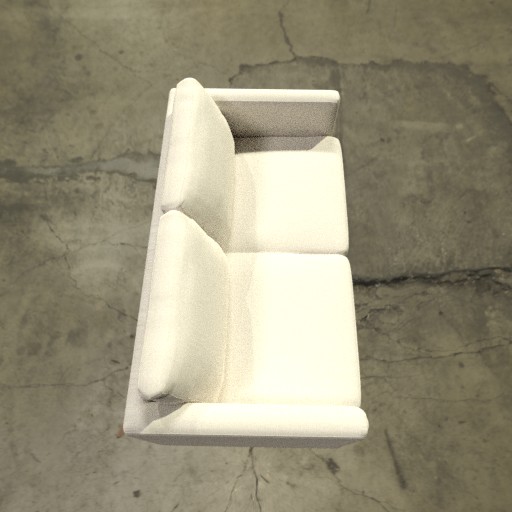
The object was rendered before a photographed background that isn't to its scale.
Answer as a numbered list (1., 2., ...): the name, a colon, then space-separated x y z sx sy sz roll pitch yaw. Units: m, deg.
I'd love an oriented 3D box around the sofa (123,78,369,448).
1. sofa: 0.000 0.000 2.184 0.940 0.893 1.713 1 65 0
